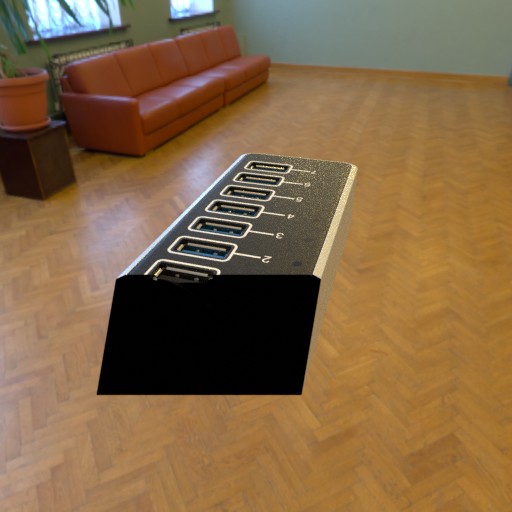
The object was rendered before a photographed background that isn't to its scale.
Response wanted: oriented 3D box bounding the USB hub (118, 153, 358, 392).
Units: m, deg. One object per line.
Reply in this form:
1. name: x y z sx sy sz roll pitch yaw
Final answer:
1. USB hub: 0.000 0.000 0.128 0.044 0.023 0.110 10 33 15
